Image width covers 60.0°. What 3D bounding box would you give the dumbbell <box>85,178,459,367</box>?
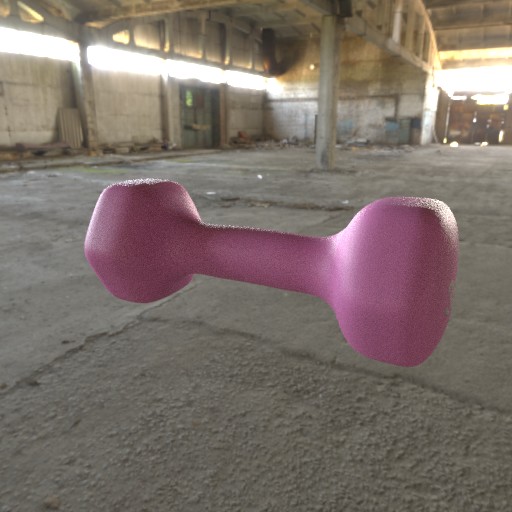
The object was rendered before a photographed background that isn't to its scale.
[{"bbox_3d":[0.000,0.000,0.192,0.159,0.058,0.064,9,19,27],"label":"dumbbell"}]
